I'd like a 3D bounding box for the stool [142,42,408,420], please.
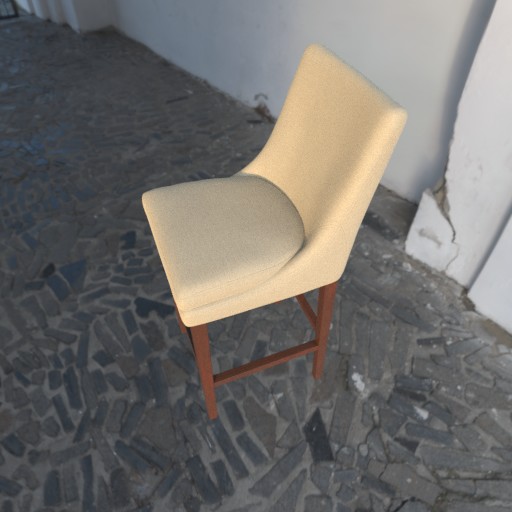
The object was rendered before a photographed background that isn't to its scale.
[{"bbox_3d":[0.000,0.000,1.377,0.577,1.078,0.470,-16,48,-15],"label":"stool"}]
